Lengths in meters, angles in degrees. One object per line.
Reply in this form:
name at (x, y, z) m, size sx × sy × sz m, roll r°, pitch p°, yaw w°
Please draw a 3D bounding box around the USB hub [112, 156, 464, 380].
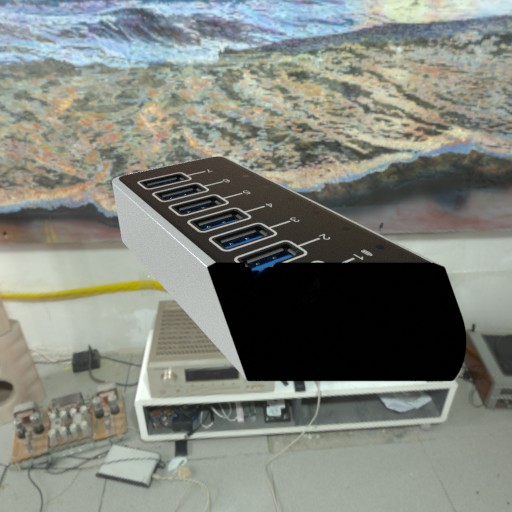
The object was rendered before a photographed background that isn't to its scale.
USB hub at (0.000, 0.000, 0.125) m, size 0.044 × 0.023 × 0.110 m, roll -19°, pitch 36°, yaw -29°
